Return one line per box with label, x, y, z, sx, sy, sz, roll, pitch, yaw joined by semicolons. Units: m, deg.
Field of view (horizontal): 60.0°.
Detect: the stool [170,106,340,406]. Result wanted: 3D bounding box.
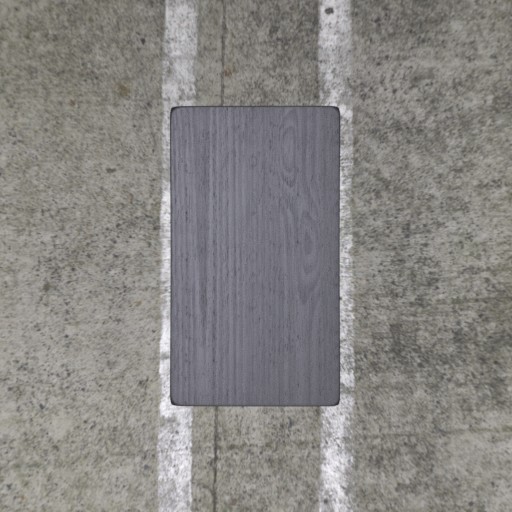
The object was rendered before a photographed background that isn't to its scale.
stool;0.000;0.000;0.966;0.322;0.742;0.406;0;90;0
